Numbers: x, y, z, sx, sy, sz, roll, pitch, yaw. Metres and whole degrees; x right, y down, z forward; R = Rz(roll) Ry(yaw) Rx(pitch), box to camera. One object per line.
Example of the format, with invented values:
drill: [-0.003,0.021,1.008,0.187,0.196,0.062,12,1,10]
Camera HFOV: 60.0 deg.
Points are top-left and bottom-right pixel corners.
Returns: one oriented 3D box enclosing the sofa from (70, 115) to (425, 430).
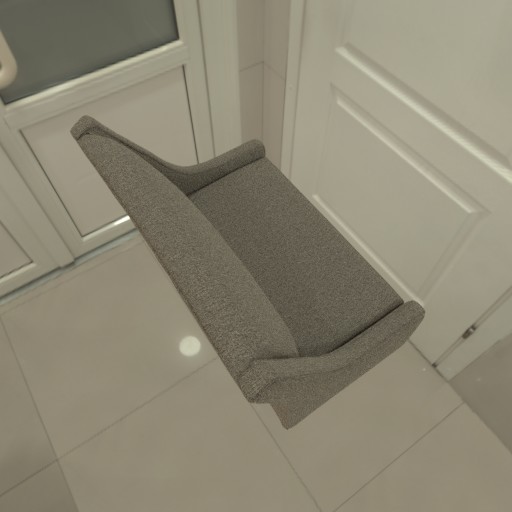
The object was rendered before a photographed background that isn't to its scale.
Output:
sofa: [0.000,0.000,1.909,0.862,1.026,1.242,-30,62,-18]
